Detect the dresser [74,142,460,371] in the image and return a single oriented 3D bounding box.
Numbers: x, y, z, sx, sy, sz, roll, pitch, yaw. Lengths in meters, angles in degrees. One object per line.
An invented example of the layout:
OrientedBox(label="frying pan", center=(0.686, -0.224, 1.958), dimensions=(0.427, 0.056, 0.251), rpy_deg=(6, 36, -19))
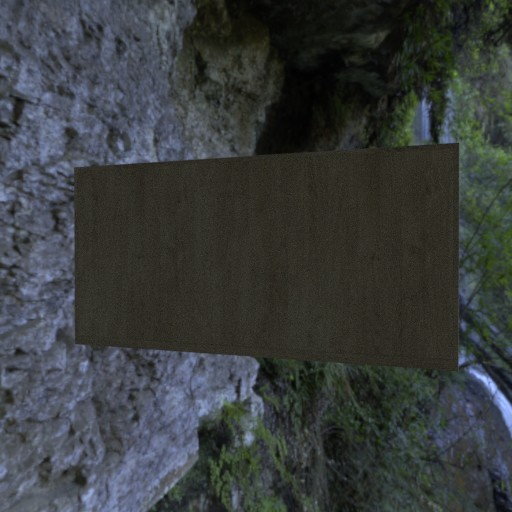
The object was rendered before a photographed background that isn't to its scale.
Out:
OrientedBox(label="dresser", center=(0.000, 0.000, 1.947), dimensions=(1.590, 0.795, 0.390), rpy_deg=(0, 1, 16))
